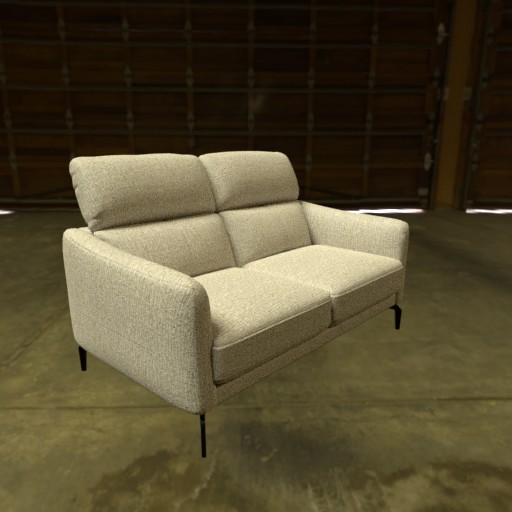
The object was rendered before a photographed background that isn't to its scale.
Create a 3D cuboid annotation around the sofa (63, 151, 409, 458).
[{"bbox_3d":[0.000,0.000,2.107,0.905,0.950,1.540,13,19,41],"label":"sofa"}]
